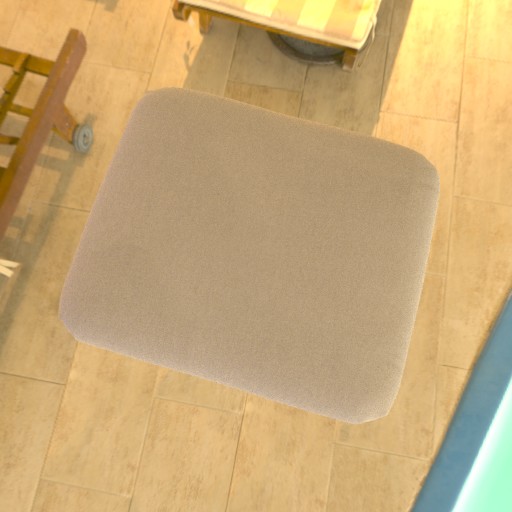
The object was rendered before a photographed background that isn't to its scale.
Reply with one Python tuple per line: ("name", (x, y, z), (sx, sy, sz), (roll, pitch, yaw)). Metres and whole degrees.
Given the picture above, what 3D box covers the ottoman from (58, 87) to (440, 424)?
("ottoman", (0.000, 0.000, 1.102), (0.746, 0.450, 0.622), (16, 77, 4))
